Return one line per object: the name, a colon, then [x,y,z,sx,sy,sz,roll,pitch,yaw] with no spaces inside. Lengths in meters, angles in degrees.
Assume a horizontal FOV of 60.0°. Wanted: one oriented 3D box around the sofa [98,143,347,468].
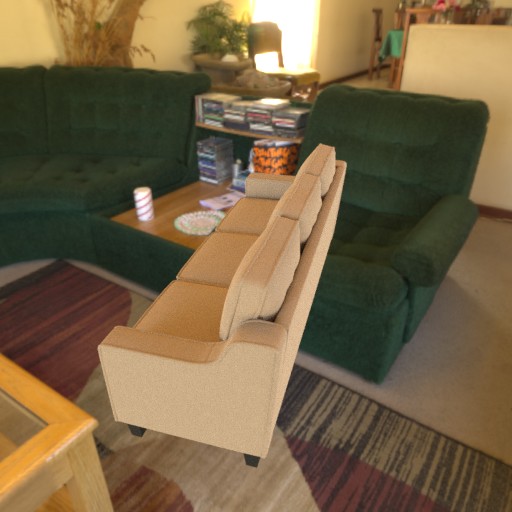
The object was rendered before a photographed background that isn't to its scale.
sofa: [0.000,0.000,2.627,0.791,0.902,2.131,8,31,14]
